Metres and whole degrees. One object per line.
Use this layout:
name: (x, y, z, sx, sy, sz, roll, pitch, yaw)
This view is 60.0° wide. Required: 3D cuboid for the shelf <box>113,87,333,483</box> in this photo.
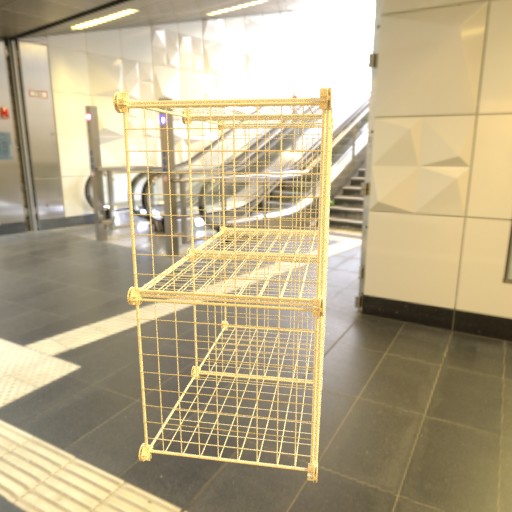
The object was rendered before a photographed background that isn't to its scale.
shelf: (0.000, 0.000, 1.122, 0.356, 0.711, 0.711, 2, 14, 10)
